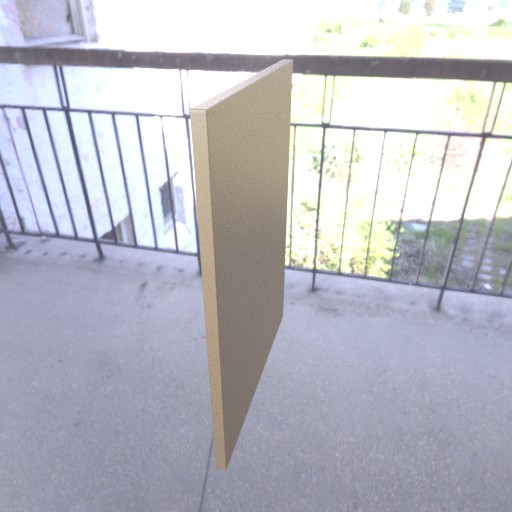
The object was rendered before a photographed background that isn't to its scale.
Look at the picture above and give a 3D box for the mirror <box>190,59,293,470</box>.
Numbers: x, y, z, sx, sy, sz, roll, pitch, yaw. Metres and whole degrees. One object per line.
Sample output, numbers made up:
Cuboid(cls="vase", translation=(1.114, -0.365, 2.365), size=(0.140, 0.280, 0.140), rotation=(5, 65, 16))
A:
Cuboid(cls="mirror", translation=(0.000, 0.000, 1.353), size=(0.032, 1.023, 0.756), rotation=(8, 31, 14))
